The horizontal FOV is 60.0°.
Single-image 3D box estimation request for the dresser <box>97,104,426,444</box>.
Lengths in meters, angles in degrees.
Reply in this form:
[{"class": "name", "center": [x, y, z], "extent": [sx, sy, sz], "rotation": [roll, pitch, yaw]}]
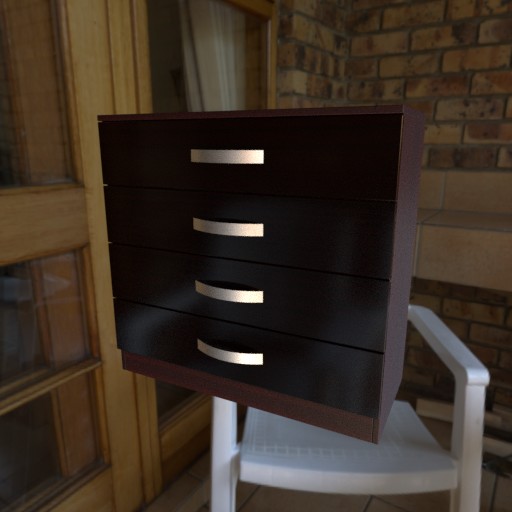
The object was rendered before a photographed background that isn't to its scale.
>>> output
[{"class": "dresser", "center": [0.000, 0.000, 1.181], "extent": [0.750, 0.720, 0.360], "rotation": [7, 16, 26]}]
